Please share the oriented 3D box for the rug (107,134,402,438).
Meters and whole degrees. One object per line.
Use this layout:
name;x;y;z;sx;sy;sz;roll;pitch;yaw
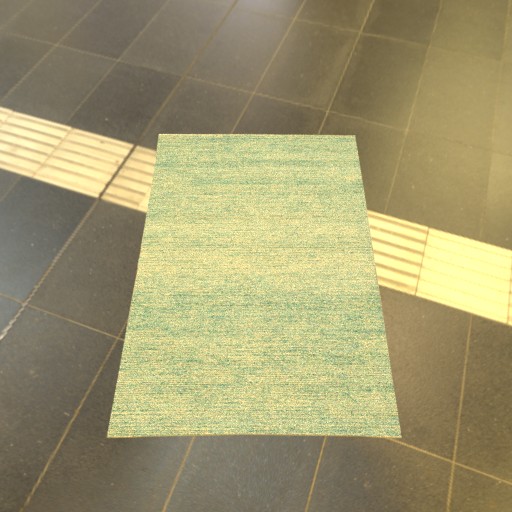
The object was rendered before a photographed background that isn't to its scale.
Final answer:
rug;0.000;0.000;2.982;1.593;0.029;2.305;0;59;0
